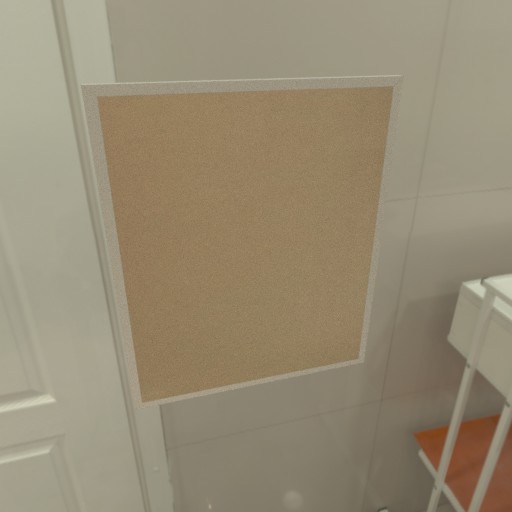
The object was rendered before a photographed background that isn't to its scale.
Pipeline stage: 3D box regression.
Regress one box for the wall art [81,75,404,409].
[{"bbox_3d":[0.000,0.000,0.615,0.382,0.456,0.013,-7,28,-14],"label":"wall art"}]
